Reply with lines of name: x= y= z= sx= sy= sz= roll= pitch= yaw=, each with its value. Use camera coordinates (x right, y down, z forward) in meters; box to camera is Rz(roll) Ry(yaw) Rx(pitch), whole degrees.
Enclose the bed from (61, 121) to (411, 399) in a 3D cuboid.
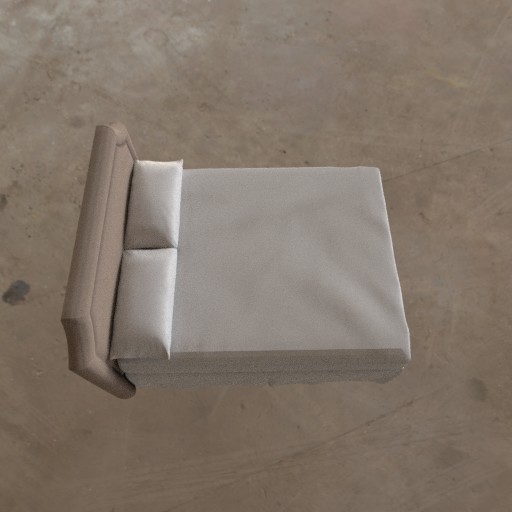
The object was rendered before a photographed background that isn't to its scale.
bed: x=0.000 y=0.000 z=3.267 sx=2.164 sy=1.303 sz=1.828 roll=-1 pitch=64 yaw=0
